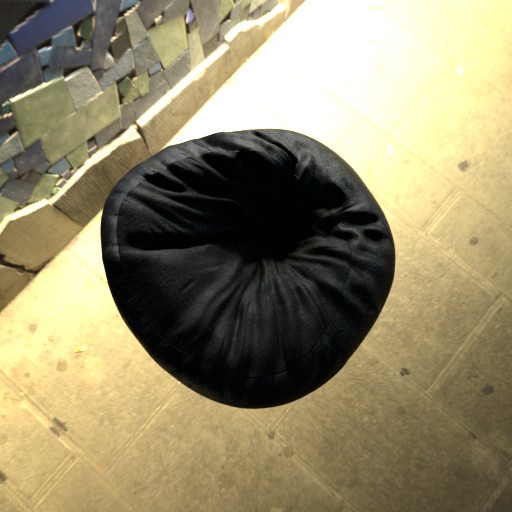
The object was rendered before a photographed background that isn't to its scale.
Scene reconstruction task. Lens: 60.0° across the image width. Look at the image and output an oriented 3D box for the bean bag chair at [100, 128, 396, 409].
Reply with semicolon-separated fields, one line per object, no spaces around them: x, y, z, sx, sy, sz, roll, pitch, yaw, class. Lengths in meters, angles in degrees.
0.000;0.000;2.480;1.524;0.878;1.524;-34;78;-8;bean bag chair
